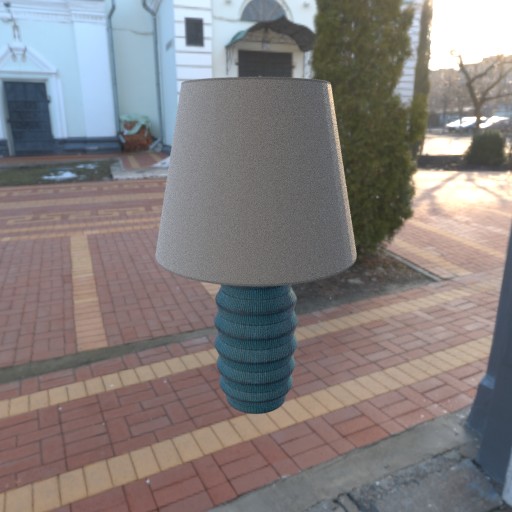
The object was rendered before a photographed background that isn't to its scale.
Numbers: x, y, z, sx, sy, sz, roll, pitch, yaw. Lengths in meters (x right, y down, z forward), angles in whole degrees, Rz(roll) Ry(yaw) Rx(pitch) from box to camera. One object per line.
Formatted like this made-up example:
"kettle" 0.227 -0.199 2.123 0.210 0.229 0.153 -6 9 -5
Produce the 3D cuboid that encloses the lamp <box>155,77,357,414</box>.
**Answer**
"lamp" 0.000 0.000 0.802 0.355 0.582 0.355 0 17 0
